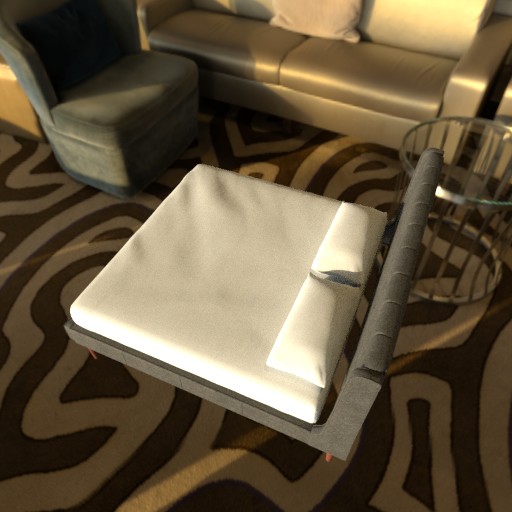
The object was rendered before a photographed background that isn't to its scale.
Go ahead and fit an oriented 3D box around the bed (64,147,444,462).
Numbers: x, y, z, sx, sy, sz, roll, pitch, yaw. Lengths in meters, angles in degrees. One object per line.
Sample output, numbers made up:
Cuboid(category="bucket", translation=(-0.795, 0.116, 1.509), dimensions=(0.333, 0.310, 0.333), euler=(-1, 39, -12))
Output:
Cuboid(category="bed", translation=(0.000, 0.000, 2.540), dimensions=(1.638, 0.933, 1.531), euler=(18, 50, 16))
